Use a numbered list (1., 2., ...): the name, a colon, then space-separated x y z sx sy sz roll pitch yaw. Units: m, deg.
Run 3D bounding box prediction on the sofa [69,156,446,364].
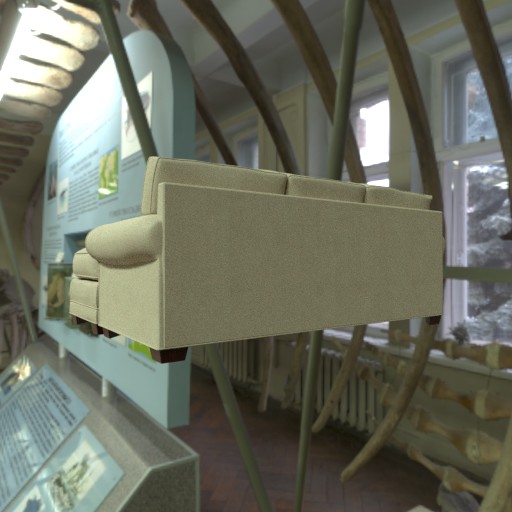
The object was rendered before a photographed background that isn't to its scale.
1. sofa: 0.000 0.000 2.426 1.770 0.734 1.226 0 -1 -35
